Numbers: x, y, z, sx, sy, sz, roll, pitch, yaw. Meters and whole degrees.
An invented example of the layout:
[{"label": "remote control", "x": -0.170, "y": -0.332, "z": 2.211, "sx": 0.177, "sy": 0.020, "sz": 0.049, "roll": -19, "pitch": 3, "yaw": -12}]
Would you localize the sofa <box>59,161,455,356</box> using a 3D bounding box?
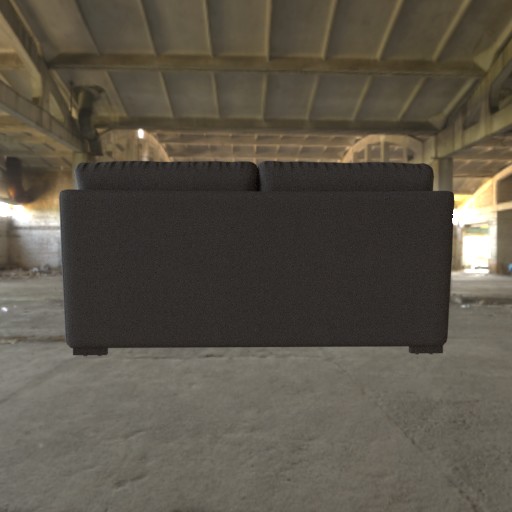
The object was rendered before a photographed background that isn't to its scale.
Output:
[{"label": "sofa", "x": 0.000, "y": 0.000, "z": 2.573, "sx": 1.880, "sy": 0.940, "sz": 1.143, "roll": 0, "pitch": 0, "yaw": -1}]
